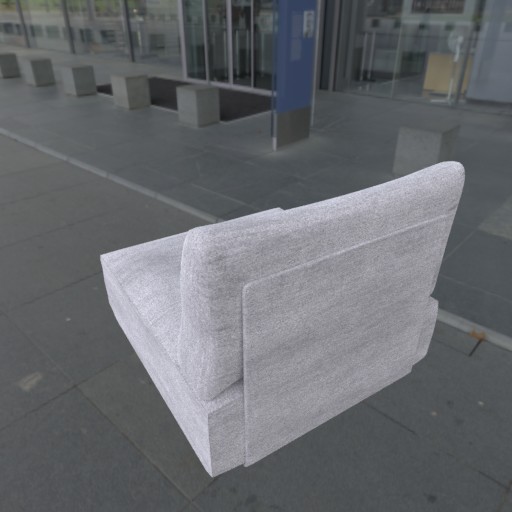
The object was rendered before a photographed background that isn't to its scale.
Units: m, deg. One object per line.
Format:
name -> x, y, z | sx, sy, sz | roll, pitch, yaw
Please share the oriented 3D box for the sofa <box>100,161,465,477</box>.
sofa -> 0.000, 0.000, 1.670 | 0.930, 0.820, 1.000 | -18, 34, -28
